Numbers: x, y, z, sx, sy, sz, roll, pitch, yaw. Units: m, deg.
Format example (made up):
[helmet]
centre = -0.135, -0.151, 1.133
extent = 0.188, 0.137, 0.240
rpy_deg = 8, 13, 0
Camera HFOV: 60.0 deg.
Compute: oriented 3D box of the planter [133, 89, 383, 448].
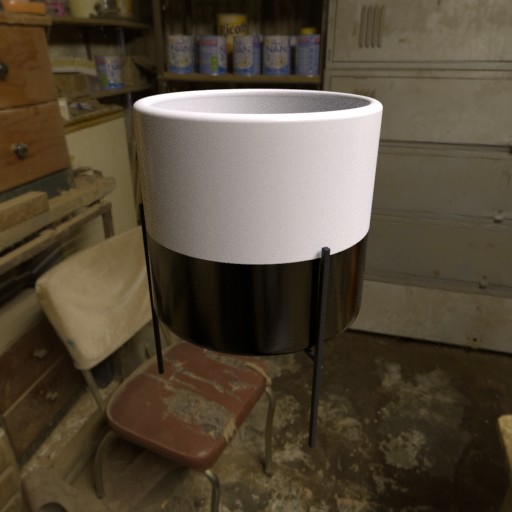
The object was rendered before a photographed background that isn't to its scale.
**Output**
[planter]
centre = 0.000, 0.000, 0.642
extent = 0.310, 0.432, 0.310
rpy_deg = 8, 26, 16
